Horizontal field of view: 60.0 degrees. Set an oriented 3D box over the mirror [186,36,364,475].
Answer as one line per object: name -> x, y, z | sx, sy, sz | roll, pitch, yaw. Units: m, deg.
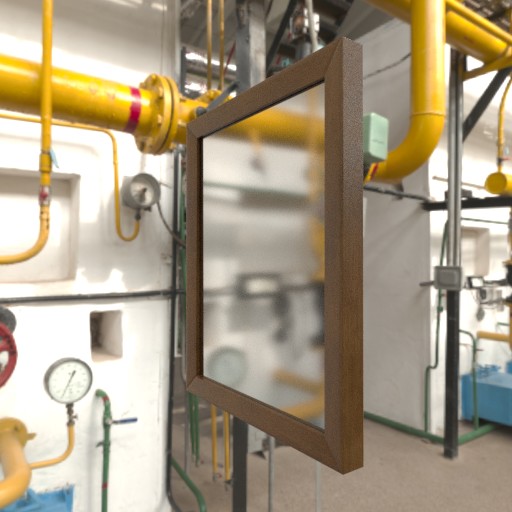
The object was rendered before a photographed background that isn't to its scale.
mirror -> 0.000, 0.000, 0.690 | 0.041, 0.508, 0.405 | 0, -1, -35
